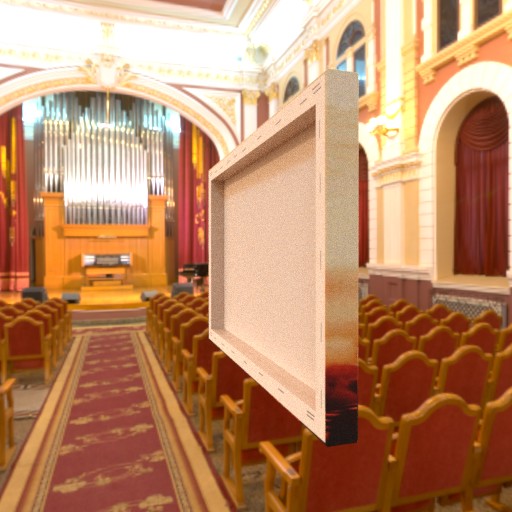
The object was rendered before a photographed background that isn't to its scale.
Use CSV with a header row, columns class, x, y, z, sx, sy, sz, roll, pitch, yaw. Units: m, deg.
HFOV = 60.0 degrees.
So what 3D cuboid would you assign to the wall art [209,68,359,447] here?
class,x,y,z,sx,sy,sz,roll,pitch,yaw
wall art,0.000,0.000,0.767,0.040,0.402,0.613,0,1,-18
